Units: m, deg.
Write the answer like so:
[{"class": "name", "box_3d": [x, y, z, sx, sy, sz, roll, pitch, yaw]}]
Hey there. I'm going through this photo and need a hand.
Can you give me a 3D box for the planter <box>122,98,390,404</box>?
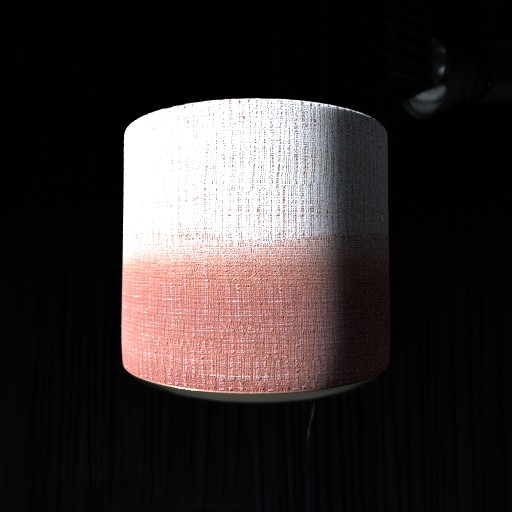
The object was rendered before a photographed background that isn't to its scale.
[{"class": "planter", "box_3d": [0.000, 0.000, 0.307, 0.178, 0.157, 0.178, 0, 0, 0]}]
